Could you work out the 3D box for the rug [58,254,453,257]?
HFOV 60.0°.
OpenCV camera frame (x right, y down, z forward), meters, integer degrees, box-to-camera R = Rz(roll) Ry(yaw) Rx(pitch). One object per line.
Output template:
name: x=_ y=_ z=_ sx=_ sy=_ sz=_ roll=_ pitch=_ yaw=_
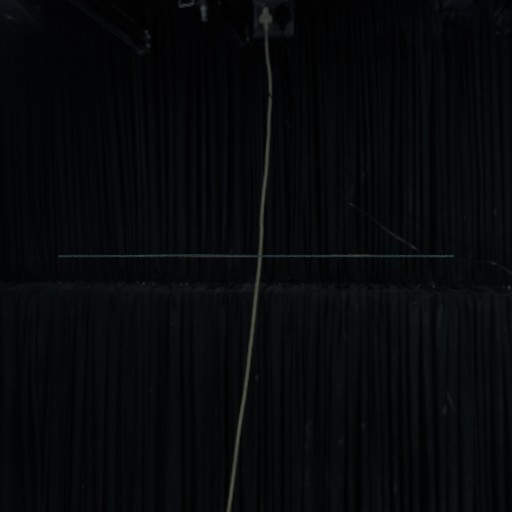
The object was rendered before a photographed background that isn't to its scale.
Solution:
rug: x=0.000 y=0.000 z=2.857 sx=1.522 sy=0.010 sz=2.311 roll=0 pitch=0 yaw=0
